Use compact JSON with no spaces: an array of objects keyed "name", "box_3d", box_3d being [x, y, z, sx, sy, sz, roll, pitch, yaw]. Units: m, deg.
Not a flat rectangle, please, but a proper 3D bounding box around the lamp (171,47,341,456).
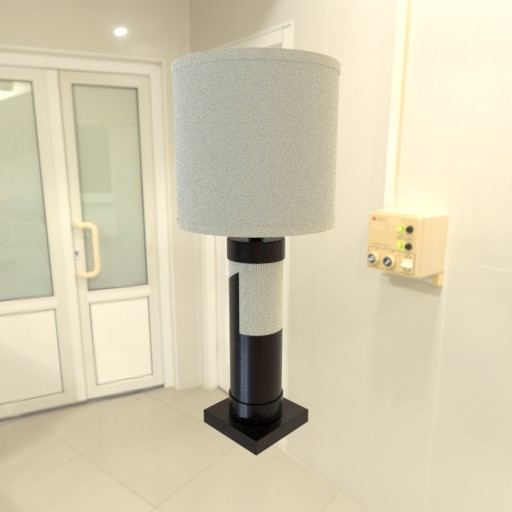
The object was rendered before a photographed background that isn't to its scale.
[{"name":"lamp","box_3d":[0.000,0.000,0.610,0.211,0.509,0.211,12,17,43]}]
